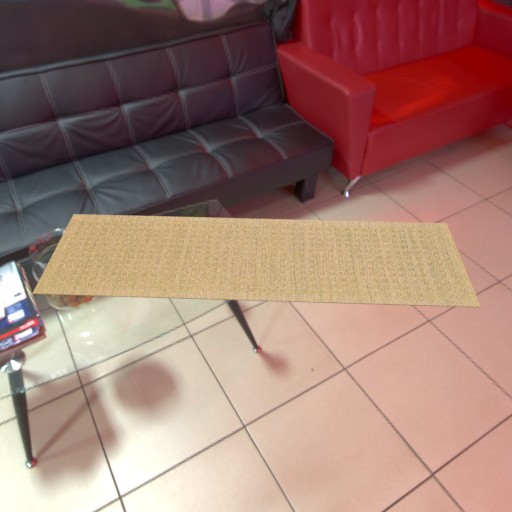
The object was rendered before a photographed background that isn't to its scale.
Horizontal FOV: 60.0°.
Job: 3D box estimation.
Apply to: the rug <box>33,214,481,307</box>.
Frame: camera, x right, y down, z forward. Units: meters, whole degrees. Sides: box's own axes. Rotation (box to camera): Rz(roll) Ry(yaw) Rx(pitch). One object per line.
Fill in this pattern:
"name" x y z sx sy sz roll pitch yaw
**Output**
"rug" 0.000 0.000 2.653 2.437 0.006 0.686 2 45 2
